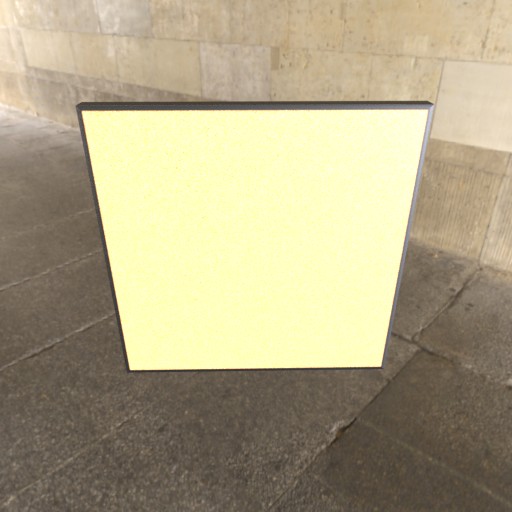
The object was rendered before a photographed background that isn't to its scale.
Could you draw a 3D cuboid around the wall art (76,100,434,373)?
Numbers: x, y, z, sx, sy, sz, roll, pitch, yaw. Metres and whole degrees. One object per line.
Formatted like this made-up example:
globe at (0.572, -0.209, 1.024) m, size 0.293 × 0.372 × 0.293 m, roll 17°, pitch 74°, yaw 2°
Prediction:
wall art at (0.000, 0.000, 1.155) m, size 0.769 × 0.766 × 0.042 m, roll -1°, pitch 29°, yaw -1°
